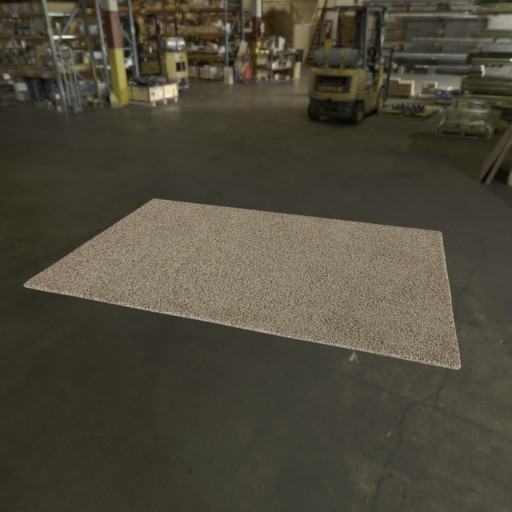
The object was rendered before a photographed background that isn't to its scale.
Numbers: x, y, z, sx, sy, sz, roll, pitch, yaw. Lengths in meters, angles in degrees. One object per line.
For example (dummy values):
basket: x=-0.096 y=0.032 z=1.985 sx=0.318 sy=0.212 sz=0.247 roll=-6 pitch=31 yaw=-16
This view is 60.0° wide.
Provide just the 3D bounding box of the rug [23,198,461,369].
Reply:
rug: x=0.000 y=0.000 z=3.371 sx=2.743 sy=0.030 sz=1.778 roll=8 pitch=28 yaw=15
